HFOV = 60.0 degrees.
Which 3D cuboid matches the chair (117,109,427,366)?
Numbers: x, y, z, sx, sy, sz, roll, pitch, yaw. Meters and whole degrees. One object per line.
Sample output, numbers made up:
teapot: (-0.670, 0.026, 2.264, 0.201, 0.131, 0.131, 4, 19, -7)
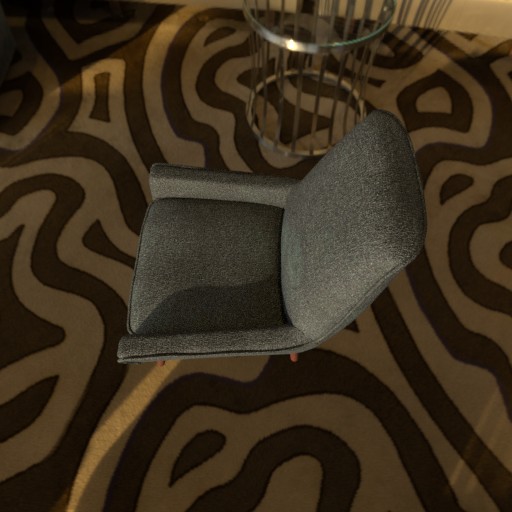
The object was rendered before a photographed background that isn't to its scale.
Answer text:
chair: (0.000, 0.000, 1.515, 0.859, 0.883, 0.763, 1, 61, 1)
